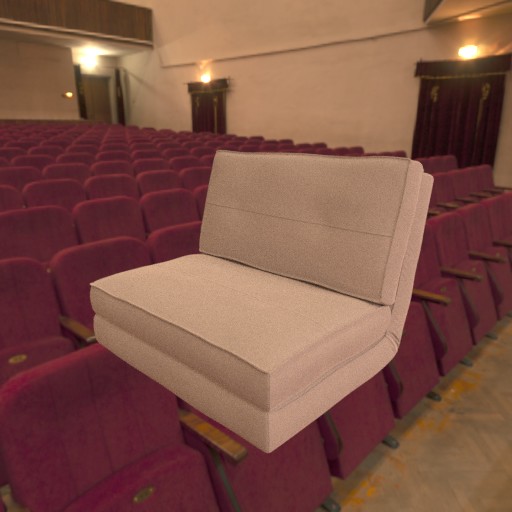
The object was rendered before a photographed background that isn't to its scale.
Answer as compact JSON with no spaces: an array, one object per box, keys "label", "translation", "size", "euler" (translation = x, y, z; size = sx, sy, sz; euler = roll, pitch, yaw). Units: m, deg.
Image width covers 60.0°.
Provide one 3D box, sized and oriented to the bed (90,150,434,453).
[{"label":"bed","translation":[0.000,0.000,1.372],"size":[0.799,0.614,0.749],"euler":[15,22,42]}]
